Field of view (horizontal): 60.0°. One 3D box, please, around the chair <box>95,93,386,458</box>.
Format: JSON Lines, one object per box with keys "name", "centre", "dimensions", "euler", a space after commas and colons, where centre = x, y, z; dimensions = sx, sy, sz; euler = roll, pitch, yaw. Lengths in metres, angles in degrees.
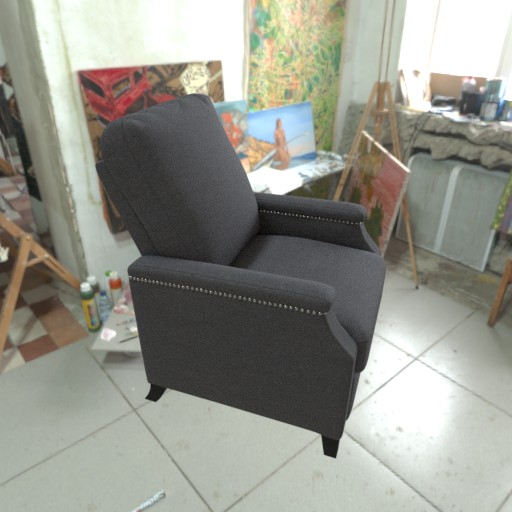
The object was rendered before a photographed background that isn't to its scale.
{"name": "chair", "centre": [0.000, 0.000, 1.642], "dimensions": [0.922, 1.049, 0.710], "euler": [10, 31, 18]}
